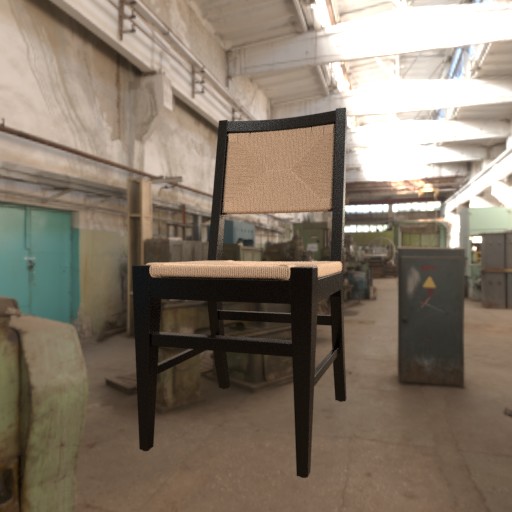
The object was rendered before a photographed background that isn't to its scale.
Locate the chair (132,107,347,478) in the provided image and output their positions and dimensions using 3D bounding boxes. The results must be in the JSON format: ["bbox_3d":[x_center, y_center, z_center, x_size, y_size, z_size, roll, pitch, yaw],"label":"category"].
[{"bbox_3d":[0.000,0.000,1.234,0.437,0.927,0.552,0,1,19],"label":"chair"}]
